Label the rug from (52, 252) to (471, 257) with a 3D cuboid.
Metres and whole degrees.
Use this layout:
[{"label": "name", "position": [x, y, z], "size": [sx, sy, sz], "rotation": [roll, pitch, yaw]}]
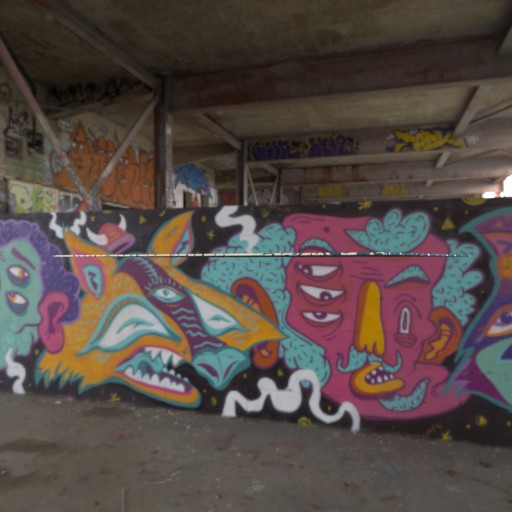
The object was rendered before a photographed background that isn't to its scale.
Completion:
[{"label": "rug", "position": [0.000, 0.000, 2.319], "size": [1.828, 0.007, 1.220], "rotation": [0, -1, 37]}]
